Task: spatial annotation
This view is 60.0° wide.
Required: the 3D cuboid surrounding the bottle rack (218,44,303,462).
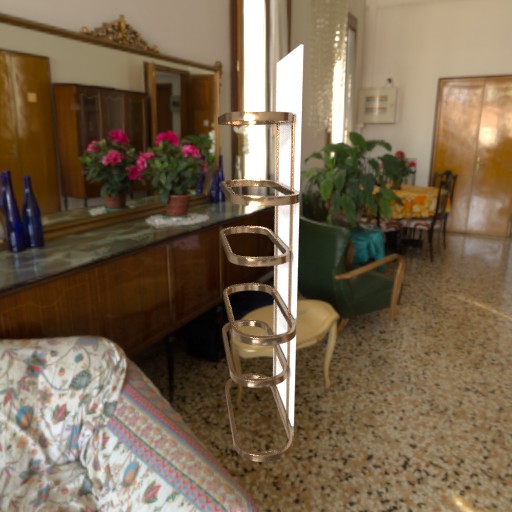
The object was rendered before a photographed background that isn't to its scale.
[{"bbox_3d":[0.000,0.000,0.844,0.118,0.709,0.332,-2,15,-9],"label":"bottle rack"}]
